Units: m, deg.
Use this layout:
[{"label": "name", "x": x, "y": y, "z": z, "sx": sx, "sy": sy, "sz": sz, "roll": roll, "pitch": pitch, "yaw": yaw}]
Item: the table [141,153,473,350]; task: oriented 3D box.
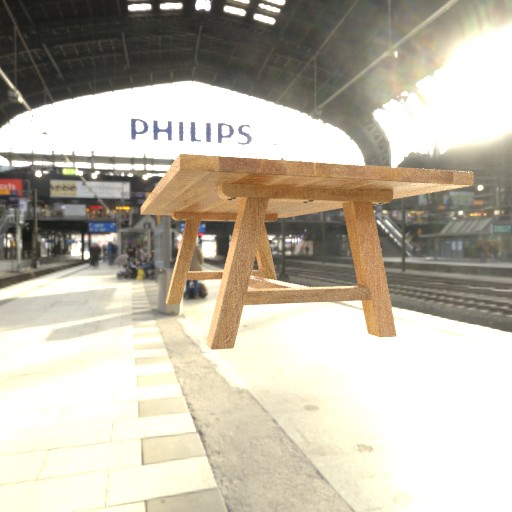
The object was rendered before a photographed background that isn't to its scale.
[{"label": "table", "x": 0.000, "y": 0.000, "z": 1.665, "sx": 0.760, "sy": 0.455, "sz": 1.320, "roll": 0, "pitch": 1, "yaw": -18}]
